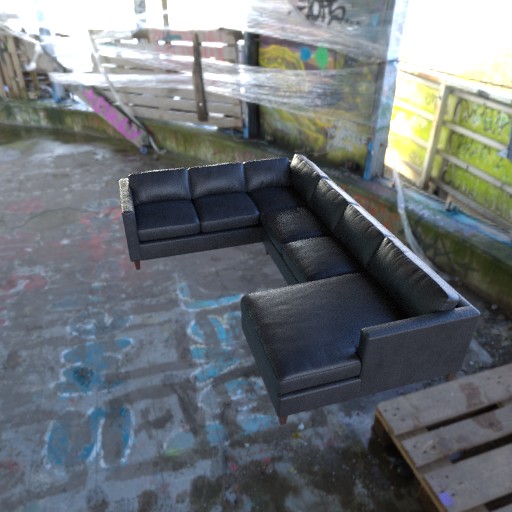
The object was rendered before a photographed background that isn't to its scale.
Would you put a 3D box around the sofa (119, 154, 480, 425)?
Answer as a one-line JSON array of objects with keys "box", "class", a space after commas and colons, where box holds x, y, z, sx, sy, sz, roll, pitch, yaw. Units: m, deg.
[{"box": [0.000, 0.000, 4.429, 2.452, 0.891, 3.324, -9, 34, -14], "class": "sofa"}]
